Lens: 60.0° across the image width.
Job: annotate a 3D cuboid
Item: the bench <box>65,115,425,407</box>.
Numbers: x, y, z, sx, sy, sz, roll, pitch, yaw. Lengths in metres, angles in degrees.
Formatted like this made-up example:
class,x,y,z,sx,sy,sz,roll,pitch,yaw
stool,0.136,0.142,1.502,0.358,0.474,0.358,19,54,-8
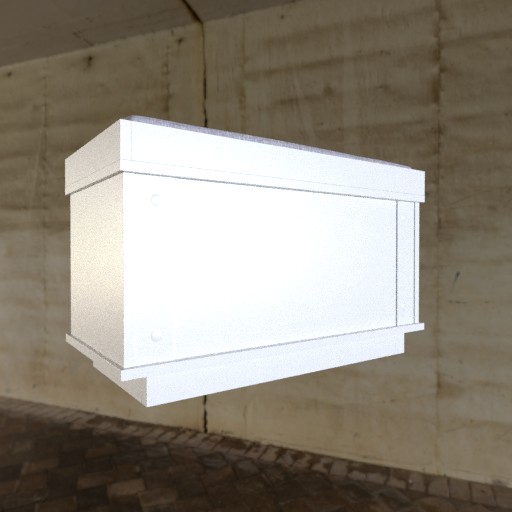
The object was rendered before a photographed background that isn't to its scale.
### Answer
class,x,y,z,sx,sy,sz,roll,pitch,yaw
bench,0.000,0.000,0.999,0.734,0.461,0.362,0,1,-35
